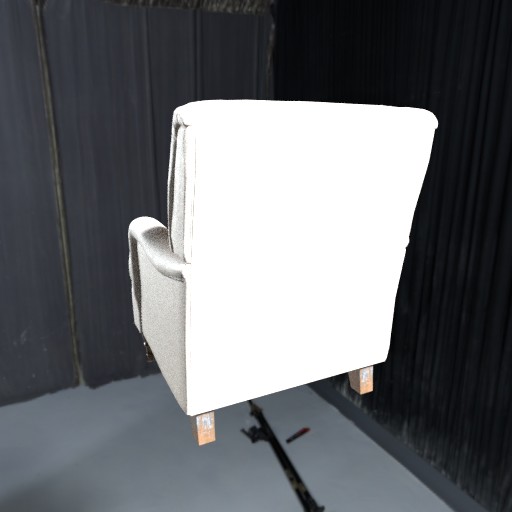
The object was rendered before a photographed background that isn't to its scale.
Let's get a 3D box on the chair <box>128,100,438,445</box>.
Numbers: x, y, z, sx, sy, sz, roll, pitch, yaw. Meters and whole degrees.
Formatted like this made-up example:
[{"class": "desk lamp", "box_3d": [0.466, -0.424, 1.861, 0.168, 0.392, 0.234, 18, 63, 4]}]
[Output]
[{"class": "chair", "box_3d": [0.000, 0.000, 1.775, 0.879, 1.119, 0.953, -7, 17, -26]}]
